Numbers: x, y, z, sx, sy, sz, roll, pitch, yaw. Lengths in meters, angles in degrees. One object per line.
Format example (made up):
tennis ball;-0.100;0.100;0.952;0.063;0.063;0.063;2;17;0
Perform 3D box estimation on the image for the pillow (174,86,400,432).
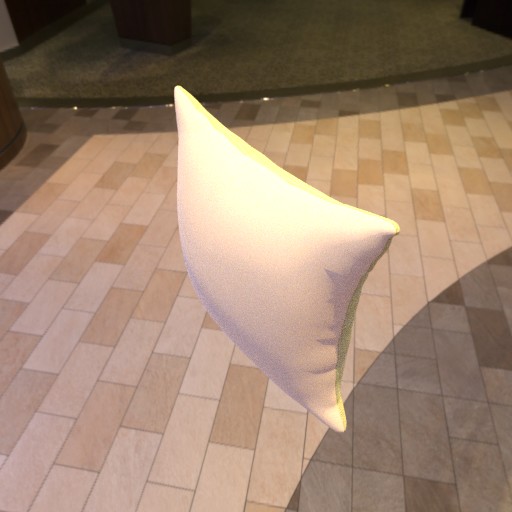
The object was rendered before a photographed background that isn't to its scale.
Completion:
pillow;0.000;0.000;0.832;0.229;0.487;0.560;-25;47;-26
